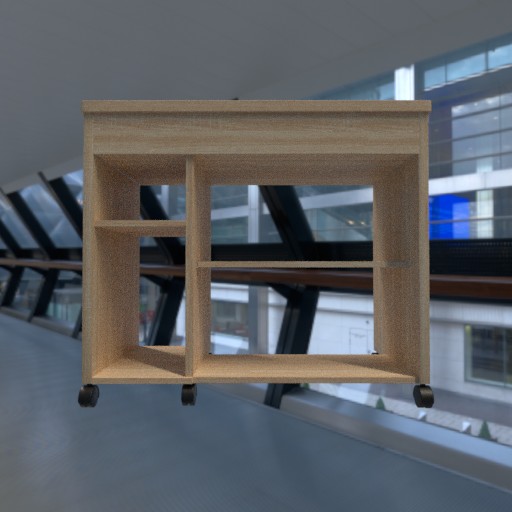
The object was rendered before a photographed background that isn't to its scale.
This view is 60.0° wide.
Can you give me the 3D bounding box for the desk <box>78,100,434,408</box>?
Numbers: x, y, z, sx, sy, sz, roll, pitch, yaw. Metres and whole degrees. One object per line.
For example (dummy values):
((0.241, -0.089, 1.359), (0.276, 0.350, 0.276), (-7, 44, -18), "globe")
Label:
((0.000, 0.000, 1.330), (0.884, 0.770, 0.480), (0, -1, 0), "desk")
